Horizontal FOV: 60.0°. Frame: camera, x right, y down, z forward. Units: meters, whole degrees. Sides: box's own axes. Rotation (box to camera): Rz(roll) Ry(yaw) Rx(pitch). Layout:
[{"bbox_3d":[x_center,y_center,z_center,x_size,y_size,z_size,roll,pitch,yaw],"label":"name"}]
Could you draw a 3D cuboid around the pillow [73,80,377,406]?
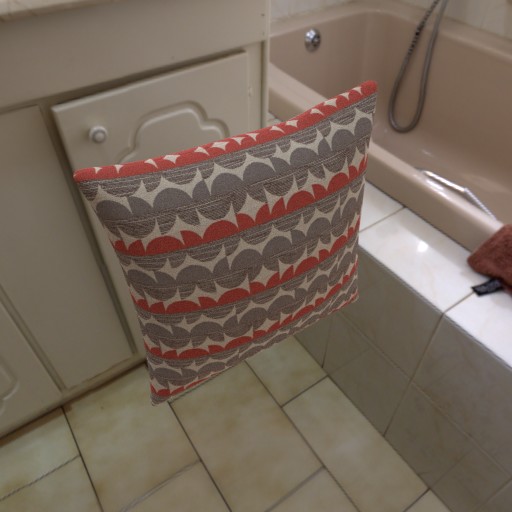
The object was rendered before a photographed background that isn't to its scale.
[{"bbox_3d":[0.000,0.000,0.651,0.420,0.410,0.180,-24,50,-22],"label":"pillow"}]
